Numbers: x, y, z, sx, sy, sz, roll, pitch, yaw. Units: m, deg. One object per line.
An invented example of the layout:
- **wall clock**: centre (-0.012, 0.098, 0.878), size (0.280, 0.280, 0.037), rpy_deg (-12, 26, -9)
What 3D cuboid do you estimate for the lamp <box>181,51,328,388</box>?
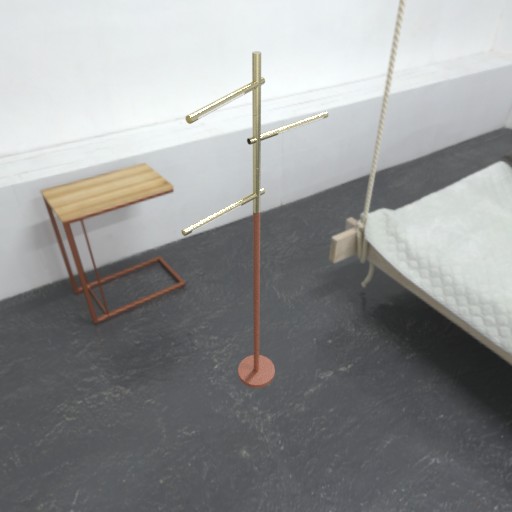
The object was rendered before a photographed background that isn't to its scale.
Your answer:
- **lamp**: centre (0.000, 0.000, 1.982), size (0.209, 1.704, 0.737), rpy_deg (25, 45, 28)
